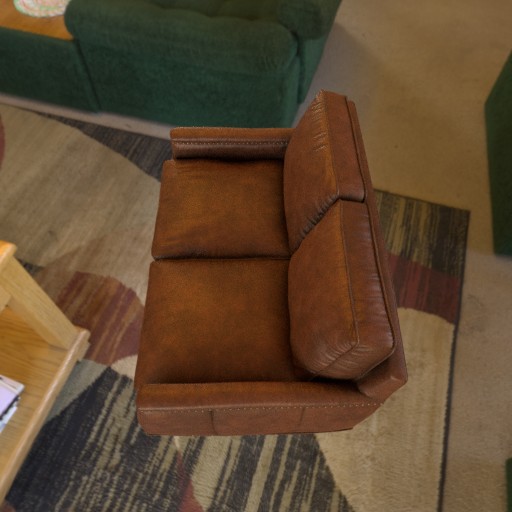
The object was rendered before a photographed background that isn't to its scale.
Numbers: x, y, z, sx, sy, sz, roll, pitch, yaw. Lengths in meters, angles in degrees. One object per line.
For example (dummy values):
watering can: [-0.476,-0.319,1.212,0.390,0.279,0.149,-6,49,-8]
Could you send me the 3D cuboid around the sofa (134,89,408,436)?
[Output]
sofa: [0.000,0.000,2.248,1.083,1.003,1.628,-1,58,0]
